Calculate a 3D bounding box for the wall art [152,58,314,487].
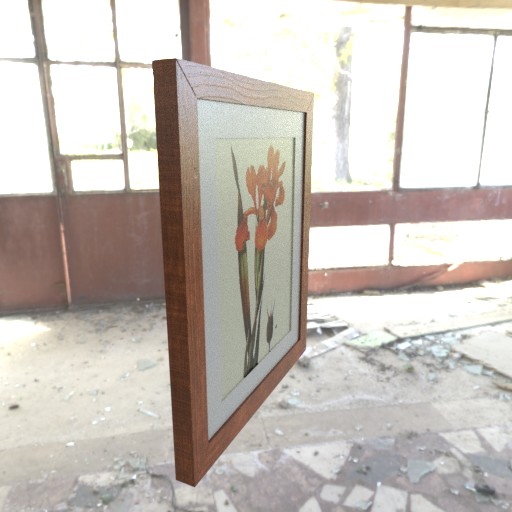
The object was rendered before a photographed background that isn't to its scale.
[{"bbox_3d":[0.000,0.000,0.768,0.033,0.567,0.467,7,17,25],"label":"wall art"}]
